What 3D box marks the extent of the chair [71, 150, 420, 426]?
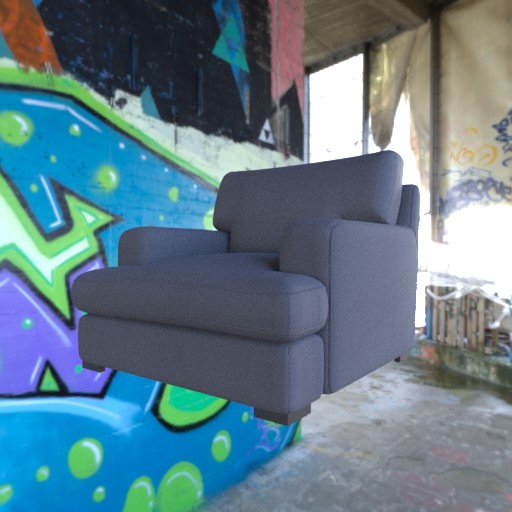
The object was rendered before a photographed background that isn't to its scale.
[{"bbox_3d":[0.000,0.000,1.960,1.168,0.940,1.143,1,1,37],"label":"chair"}]
